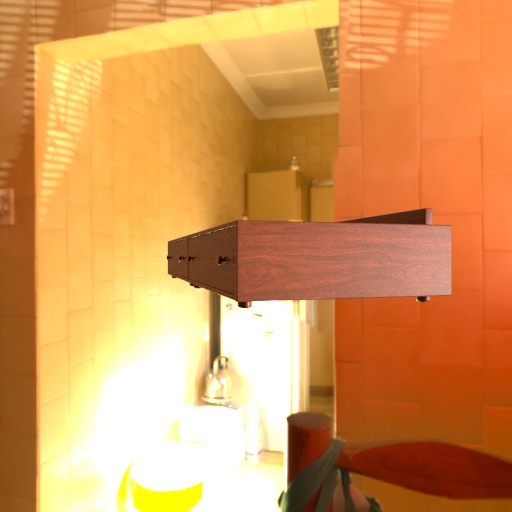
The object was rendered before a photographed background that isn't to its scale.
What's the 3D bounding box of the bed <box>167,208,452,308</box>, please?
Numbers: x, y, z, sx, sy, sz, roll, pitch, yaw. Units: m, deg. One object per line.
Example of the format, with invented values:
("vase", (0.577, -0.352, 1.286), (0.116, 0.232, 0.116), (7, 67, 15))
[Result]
("bed", (0.000, 0.000, 2.400), (0.787, 0.326, 2.057), (0, 0, -17))
